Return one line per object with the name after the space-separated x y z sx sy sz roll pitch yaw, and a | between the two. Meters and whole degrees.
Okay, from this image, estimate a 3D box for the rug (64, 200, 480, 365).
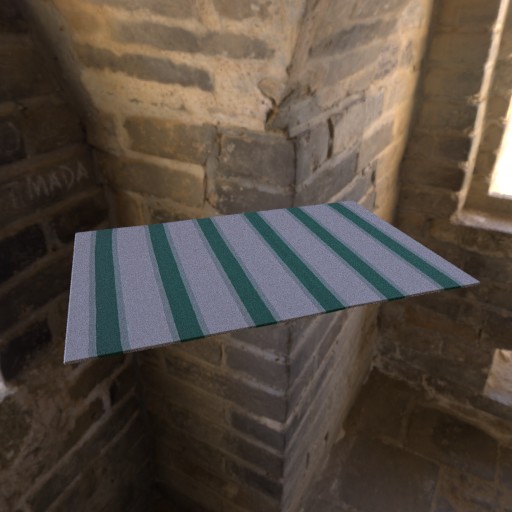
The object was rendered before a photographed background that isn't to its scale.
0.000 0.000 2.339 1.829 0.012 1.210 -8 28 -16 | rug
